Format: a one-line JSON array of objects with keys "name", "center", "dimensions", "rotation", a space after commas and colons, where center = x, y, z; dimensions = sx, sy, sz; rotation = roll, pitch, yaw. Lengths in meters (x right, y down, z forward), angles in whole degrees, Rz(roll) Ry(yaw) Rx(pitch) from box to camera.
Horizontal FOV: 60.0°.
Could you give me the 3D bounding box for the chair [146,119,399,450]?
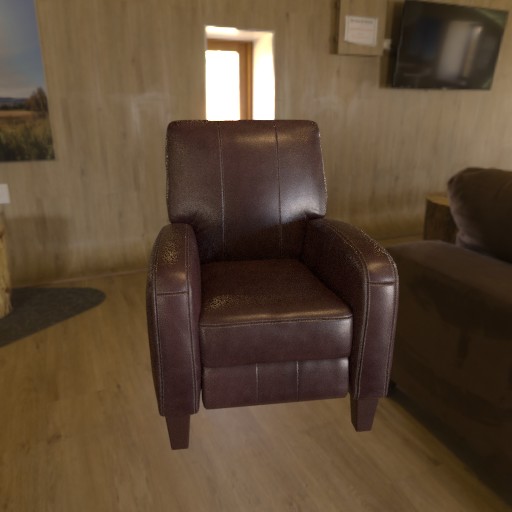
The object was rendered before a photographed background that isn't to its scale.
[{"name": "chair", "center": [0.000, 0.000, 1.695], "dimensions": [0.762, 0.990, 0.990], "rotation": [-2, 18, -8]}]
